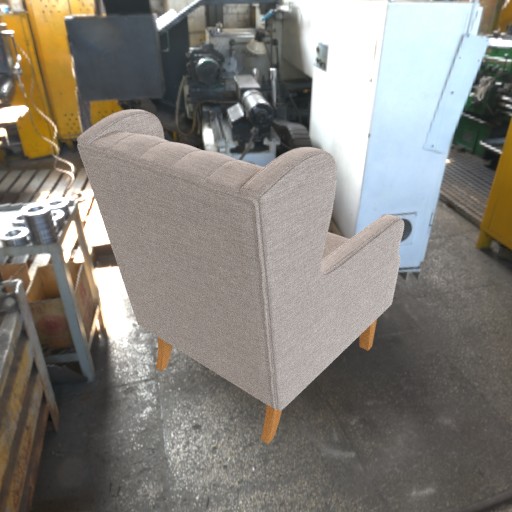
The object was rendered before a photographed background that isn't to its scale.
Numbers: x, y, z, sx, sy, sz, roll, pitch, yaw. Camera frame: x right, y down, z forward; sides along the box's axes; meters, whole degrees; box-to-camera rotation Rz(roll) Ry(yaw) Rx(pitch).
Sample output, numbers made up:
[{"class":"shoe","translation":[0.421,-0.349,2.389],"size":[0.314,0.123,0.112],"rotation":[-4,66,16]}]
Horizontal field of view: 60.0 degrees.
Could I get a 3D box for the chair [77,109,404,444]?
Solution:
[{"class":"chair","translation":[0.000,0.000,1.468],"size":[0.710,0.930,0.760],"rotation":[22,37,32]}]
